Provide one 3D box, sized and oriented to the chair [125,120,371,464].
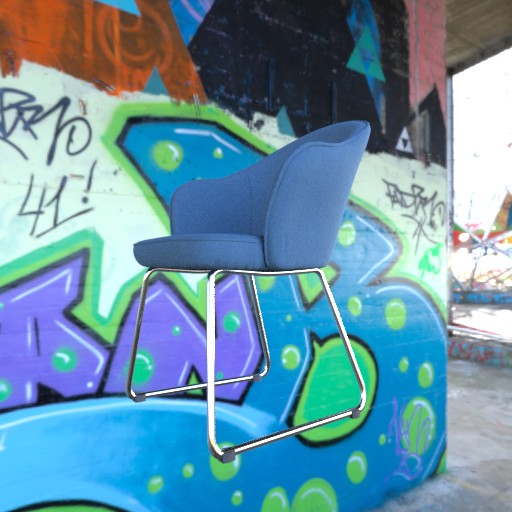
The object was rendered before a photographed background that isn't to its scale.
[{"bbox_3d":[0.000,0.000,1.209,0.585,0.815,0.570,1,-1,-36],"label":"chair"}]
